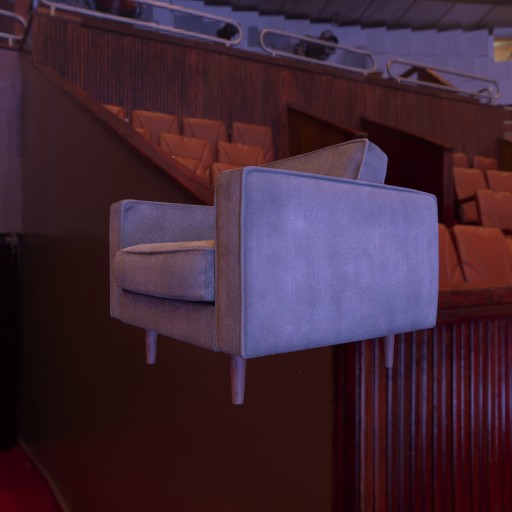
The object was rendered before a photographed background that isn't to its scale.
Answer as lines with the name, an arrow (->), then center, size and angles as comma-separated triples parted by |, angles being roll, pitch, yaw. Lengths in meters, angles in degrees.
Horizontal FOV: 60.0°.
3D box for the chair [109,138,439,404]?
chair -> 0.000, 0.000, 1.551 | 0.843, 0.773, 0.928 | 0, 0, -37
